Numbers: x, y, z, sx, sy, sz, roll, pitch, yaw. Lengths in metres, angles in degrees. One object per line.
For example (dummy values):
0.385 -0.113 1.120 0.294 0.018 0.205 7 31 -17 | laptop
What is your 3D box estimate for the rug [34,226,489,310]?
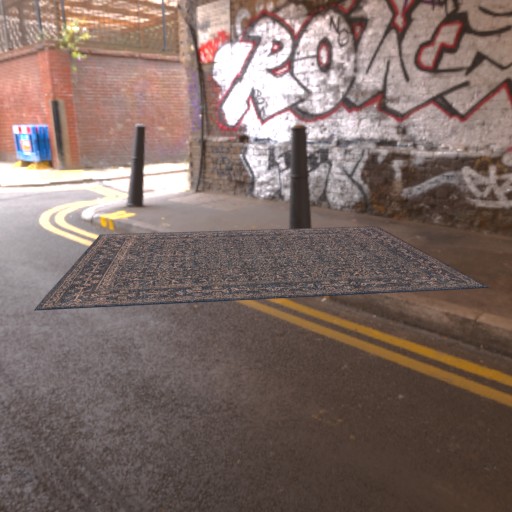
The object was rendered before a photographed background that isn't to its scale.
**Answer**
0.000 0.000 2.321 1.819 0.005 1.200 -2 16 -7 | rug
